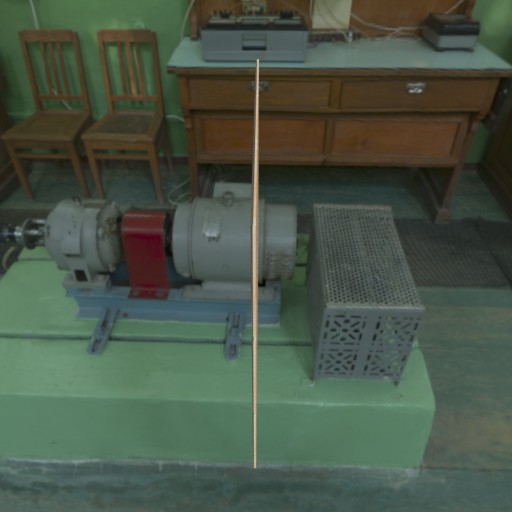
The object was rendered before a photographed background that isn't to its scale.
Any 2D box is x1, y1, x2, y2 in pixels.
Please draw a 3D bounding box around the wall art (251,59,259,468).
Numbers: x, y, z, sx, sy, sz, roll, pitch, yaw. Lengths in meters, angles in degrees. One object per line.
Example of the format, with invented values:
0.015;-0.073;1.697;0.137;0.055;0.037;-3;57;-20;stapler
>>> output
0.000;0.000;1.862;0.013;1.218;1.216;0;40;0;wall art
